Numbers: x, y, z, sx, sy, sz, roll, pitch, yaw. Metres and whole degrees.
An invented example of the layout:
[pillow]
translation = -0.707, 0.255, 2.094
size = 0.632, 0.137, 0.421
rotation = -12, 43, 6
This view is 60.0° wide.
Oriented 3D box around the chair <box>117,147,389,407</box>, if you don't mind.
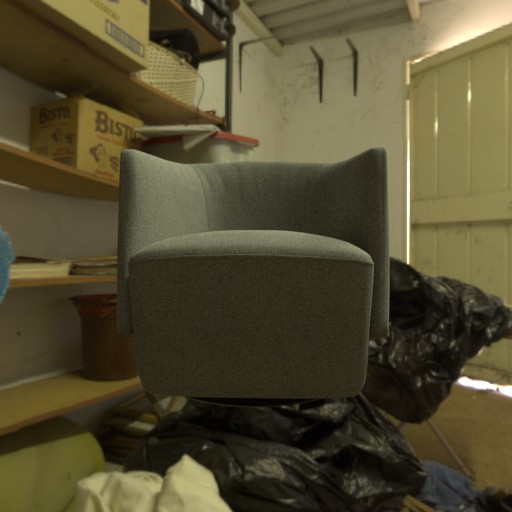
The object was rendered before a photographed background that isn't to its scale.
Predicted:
[chair]
translation = 0.000, 0.000, 1.594
size = 0.822, 0.861, 0.986
rotation = 0, 1, 2
